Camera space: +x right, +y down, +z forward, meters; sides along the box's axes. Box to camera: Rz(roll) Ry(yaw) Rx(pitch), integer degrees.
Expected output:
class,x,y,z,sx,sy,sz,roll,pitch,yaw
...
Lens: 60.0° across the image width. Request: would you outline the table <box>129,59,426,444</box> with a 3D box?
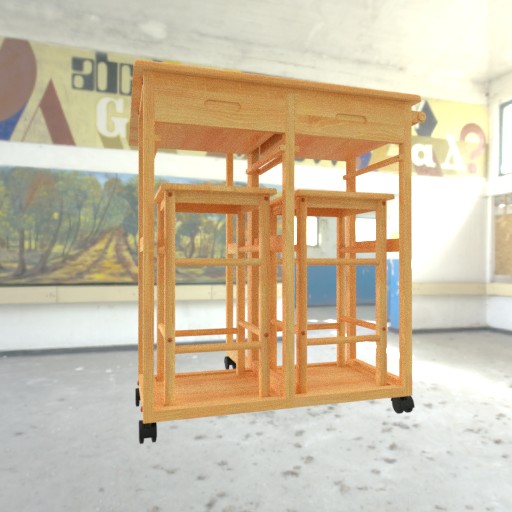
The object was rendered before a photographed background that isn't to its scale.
class,x,y,z,sx,sy,sz,roll,pitch,yaw
table,0.000,0.000,1.376,0.752,0.832,0.693,0,0,-17
